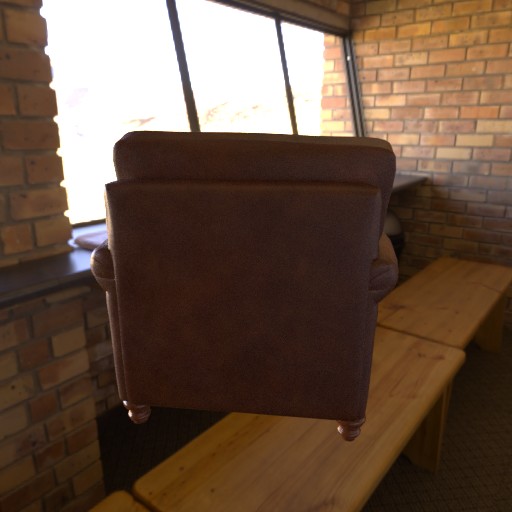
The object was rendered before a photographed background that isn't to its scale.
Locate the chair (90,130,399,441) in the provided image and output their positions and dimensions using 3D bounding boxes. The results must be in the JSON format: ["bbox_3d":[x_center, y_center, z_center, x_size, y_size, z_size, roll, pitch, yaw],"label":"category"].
[{"bbox_3d":[0.000,0.000,1.764,0.989,0.972,0.992,2,17,7],"label":"chair"}]
